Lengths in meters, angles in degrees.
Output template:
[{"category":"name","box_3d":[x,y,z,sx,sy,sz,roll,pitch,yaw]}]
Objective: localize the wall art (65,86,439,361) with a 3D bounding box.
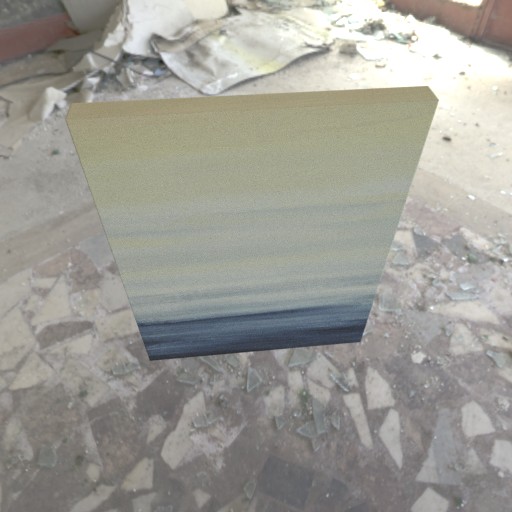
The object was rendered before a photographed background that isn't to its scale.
[{"category":"wall art","box_3d":[0.000,0.000,0.814,0.489,0.608,0.040,-4,48,-4]}]
